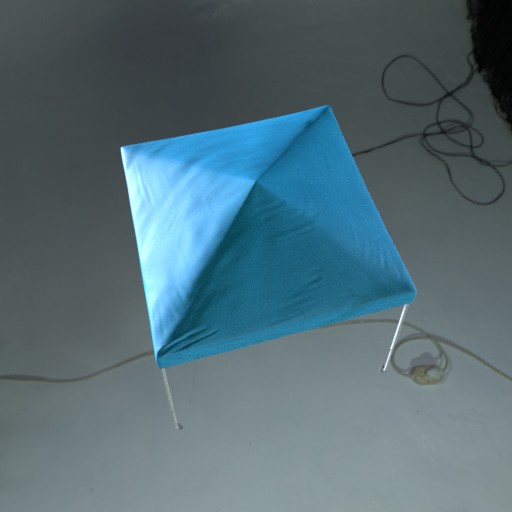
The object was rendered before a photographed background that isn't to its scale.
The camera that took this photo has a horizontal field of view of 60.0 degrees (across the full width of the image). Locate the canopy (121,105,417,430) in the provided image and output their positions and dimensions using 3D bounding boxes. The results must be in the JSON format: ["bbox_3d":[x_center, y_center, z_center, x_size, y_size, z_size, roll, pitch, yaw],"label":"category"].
[{"bbox_3d":[0.000,0.000,5.130,2.849,2.849,2.848,-13,64,-7],"label":"canopy"}]
